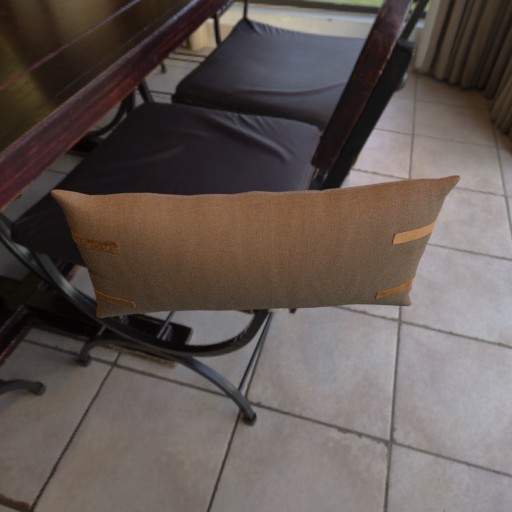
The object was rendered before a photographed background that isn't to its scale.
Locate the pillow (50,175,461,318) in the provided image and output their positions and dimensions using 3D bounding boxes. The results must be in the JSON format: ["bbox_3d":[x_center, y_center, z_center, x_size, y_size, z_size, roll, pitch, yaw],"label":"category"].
[{"bbox_3d":[0.000,0.000,0.753,0.612,0.308,0.148,-2,46,-2],"label":"pillow"}]
